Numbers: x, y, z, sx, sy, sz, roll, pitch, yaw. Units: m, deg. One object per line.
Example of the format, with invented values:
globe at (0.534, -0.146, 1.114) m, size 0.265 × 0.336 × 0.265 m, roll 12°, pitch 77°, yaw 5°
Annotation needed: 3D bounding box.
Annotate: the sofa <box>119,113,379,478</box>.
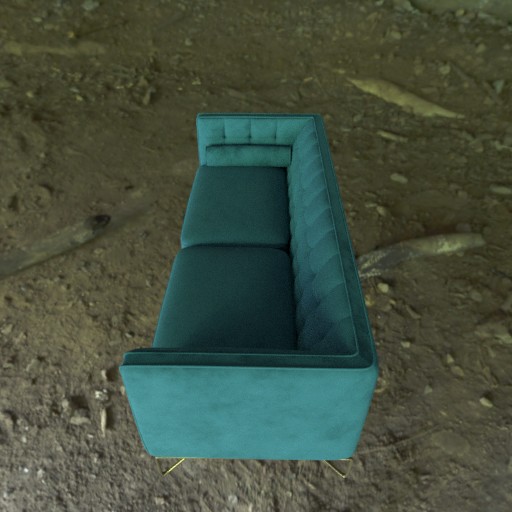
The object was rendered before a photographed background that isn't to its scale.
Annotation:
sofa at (0.000, 0.000, 2.434) m, size 0.867 × 0.789 × 2.087 m, roll 1°, pitch 40°, yaw 1°
